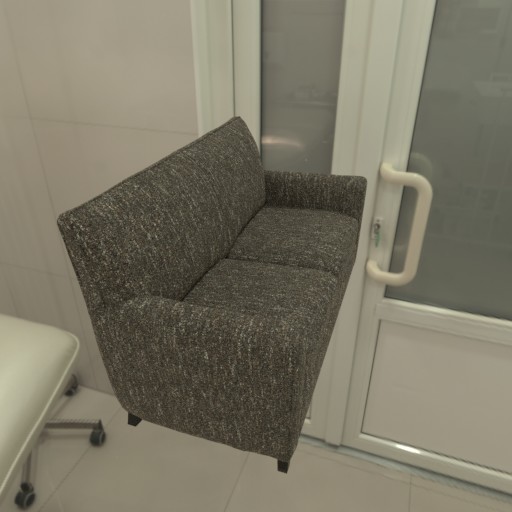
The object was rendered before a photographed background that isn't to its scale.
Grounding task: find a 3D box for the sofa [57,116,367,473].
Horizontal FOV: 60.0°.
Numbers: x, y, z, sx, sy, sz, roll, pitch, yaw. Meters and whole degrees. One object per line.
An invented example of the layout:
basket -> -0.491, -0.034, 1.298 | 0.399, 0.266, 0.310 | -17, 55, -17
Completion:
sofa -> 0.000, 0.000, 2.050 | 0.801, 0.946, 1.519 | 10, 31, 17
